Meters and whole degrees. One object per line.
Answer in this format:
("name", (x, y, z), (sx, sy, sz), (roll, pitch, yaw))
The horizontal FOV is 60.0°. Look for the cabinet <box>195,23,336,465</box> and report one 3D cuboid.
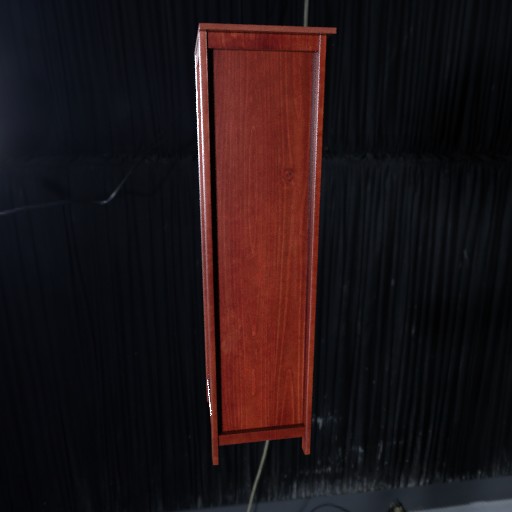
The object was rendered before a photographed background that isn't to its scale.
("cabinet", (0.000, 0.000, 1.718), (0.401, 1.518, 0.500), (-2, 16, -9))
